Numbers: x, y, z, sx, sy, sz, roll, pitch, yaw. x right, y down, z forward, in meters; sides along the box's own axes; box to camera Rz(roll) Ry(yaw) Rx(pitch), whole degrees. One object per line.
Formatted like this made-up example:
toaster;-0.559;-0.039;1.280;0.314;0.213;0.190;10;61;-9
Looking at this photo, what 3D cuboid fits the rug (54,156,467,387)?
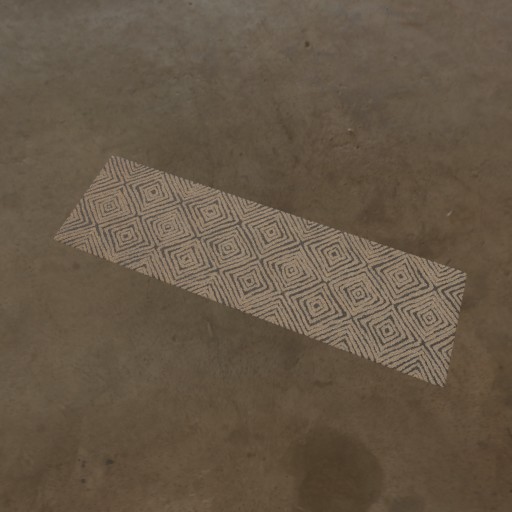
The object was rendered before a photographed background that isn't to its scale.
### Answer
rug;0.000;0.000;2.533;2.277;0.008;0.676;20;64;10
